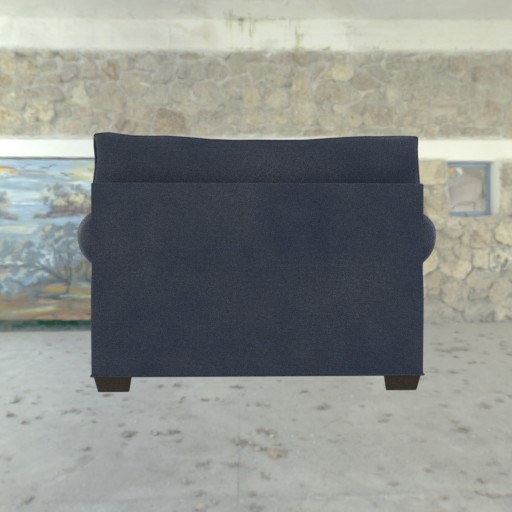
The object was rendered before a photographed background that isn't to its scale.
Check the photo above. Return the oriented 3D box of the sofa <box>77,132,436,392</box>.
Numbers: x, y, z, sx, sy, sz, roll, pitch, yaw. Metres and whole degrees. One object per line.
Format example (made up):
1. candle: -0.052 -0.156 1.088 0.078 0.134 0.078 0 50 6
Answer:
1. sofa: 0.000 0.000 2.101 1.405 1.004 0.938 0 1 -1
